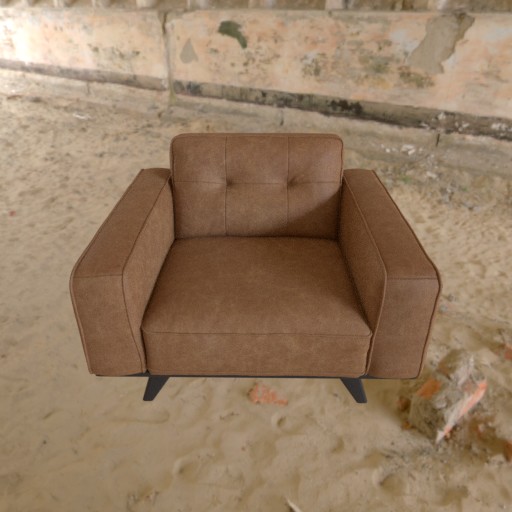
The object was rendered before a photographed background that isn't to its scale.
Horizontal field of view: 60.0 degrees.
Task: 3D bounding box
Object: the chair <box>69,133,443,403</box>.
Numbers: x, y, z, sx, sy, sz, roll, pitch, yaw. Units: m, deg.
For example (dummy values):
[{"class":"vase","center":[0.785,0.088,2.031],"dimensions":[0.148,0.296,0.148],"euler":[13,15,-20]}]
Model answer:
[{"class":"chair","center":[0.000,0.000,1.746],"dimensions":[1.118,0.782,0.952],"euler":[0,30,1]}]
